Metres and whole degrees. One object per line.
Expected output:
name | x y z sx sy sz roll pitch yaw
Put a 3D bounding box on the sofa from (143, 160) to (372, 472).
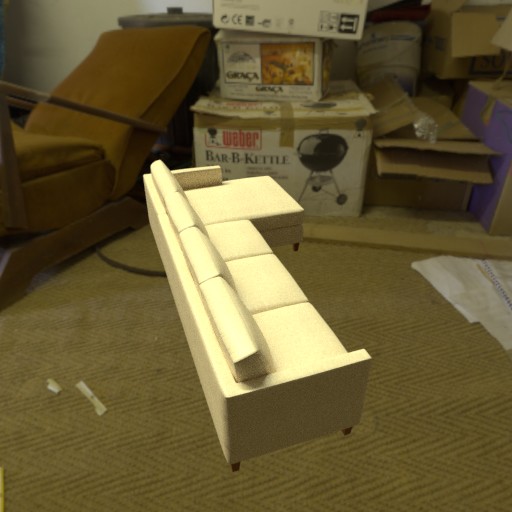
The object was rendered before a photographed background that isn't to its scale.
sofa | 0.000 0.000 4.137 1.603 0.954 3.471 -11 34 -16
